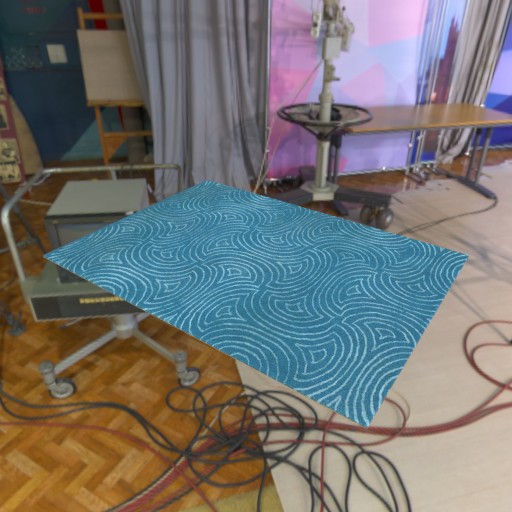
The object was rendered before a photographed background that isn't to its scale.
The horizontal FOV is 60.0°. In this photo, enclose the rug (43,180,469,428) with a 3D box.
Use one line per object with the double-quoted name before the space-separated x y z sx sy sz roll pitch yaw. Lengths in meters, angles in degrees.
"rug" 0.000 0.000 2.745 2.144 0.015 1.543 20 37 30
